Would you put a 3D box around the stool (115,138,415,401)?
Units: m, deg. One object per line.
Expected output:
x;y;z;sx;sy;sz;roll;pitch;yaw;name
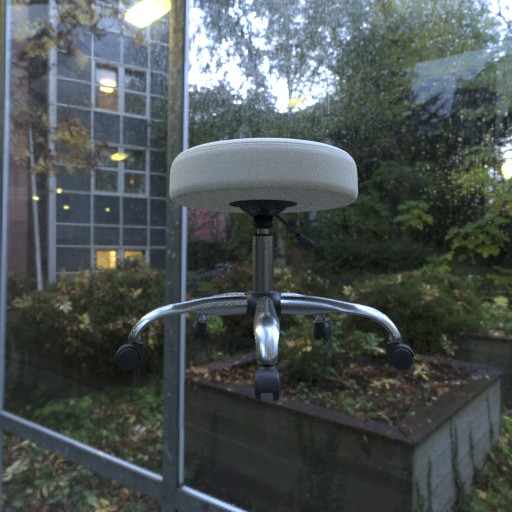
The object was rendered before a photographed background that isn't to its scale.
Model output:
0.000;0.000;1.060;0.634;0.482;0.614;1;-1;-36;stool
